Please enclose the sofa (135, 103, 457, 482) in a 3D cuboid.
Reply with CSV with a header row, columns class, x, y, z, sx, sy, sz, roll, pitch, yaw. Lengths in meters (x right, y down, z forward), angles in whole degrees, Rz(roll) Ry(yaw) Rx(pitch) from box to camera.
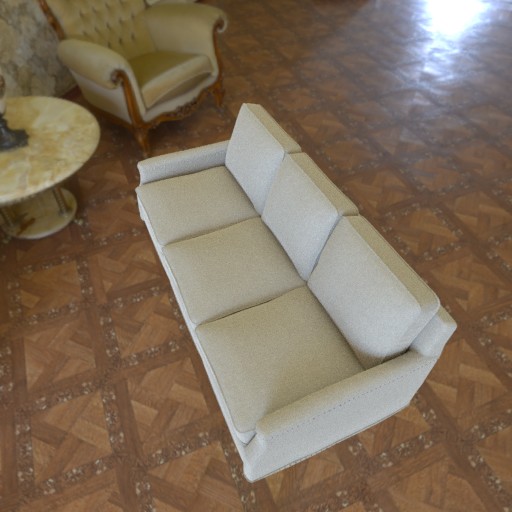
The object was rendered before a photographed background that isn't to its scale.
class,x,y,z,sx,sy,sz,roll,pitch,yaw
sofa,0.000,0.000,2.803,1.084,1.003,2.246,-18,49,-16
